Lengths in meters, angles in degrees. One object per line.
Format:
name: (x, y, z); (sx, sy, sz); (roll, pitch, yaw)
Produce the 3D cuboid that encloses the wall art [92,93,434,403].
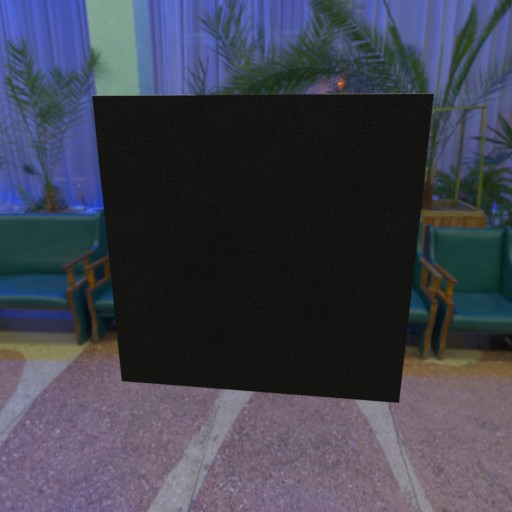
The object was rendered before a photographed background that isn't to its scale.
wall art: (0.000, 0.000, 1.119); (0.765, 0.765, 0.046); (2, 18, 7)
